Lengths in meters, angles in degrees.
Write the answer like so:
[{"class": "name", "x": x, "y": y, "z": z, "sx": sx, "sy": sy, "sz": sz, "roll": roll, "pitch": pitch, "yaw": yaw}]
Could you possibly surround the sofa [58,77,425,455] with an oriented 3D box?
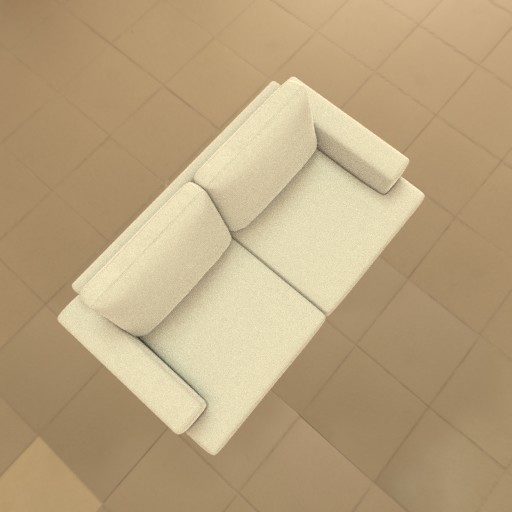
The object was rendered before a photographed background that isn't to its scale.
[{"class": "sofa", "x": 0.000, "y": 0.000, "z": 2.178, "sx": 0.920, "sy": 0.810, "sz": 1.650, "roll": 40, "pitch": 78, "yaw": 10}]
